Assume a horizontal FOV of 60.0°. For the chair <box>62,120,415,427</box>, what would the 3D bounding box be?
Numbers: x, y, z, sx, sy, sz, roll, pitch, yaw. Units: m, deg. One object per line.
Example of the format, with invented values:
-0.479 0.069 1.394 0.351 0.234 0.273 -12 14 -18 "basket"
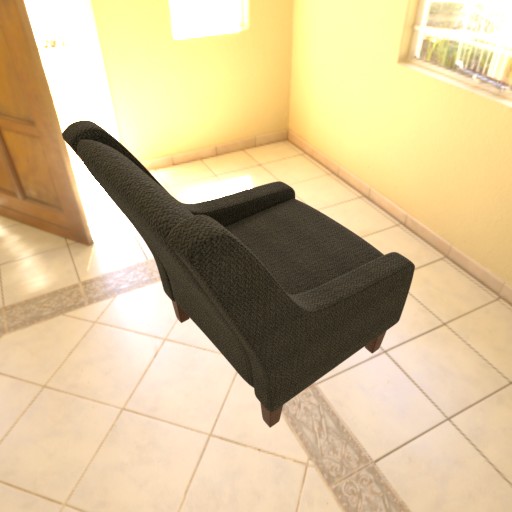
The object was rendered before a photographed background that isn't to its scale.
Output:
0.000 0.000 1.661 0.944 1.012 0.793 -26 46 -28 "chair"
